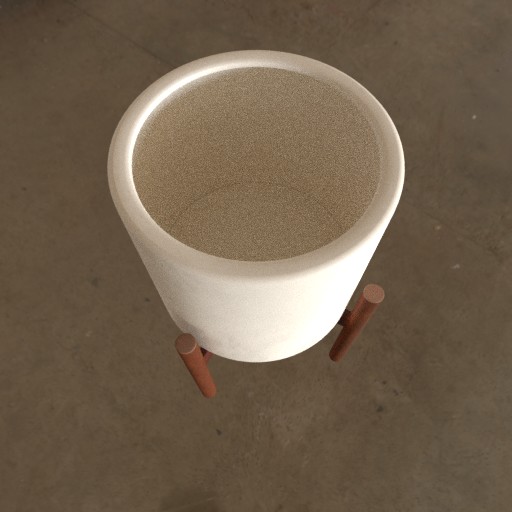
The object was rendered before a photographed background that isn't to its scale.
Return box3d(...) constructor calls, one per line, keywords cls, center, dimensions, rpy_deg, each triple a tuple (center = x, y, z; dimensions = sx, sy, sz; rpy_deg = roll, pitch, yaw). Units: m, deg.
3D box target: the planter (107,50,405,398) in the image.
box3d(cls="planter", center=(0.000, 0.000, 0.493), dimensions=(0.224, 0.358, 0.224), rpy_deg=(-14, 64, -7))
